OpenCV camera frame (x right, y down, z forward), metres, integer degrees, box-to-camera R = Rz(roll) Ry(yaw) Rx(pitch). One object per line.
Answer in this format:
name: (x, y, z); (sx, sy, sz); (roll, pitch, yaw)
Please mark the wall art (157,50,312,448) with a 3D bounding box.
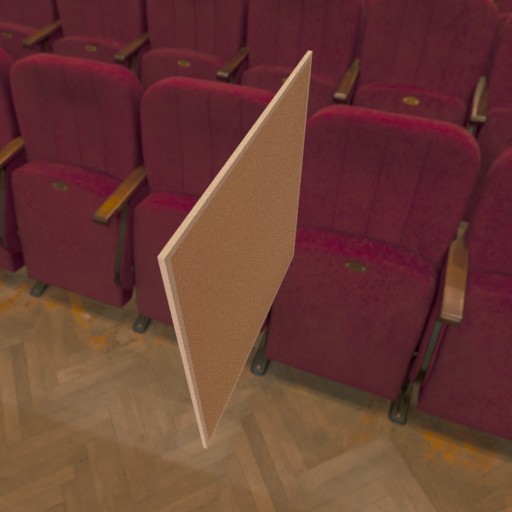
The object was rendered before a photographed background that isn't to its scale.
wall art: (0.000, 0.000, 1.234); (0.012, 0.809, 0.809); (16, 49, 14)
